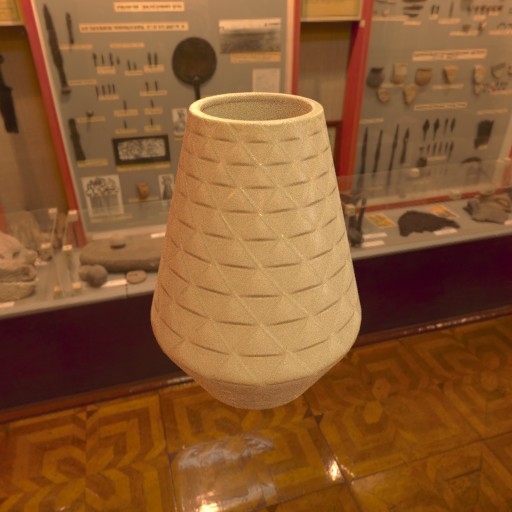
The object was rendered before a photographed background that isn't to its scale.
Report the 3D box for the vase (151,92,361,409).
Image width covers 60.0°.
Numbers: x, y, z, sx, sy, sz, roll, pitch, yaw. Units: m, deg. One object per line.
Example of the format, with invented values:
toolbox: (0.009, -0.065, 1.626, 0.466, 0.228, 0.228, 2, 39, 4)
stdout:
vase: (0.000, 0.000, 0.350, 0.175, 0.230, 0.175, 0, 31, 0)
